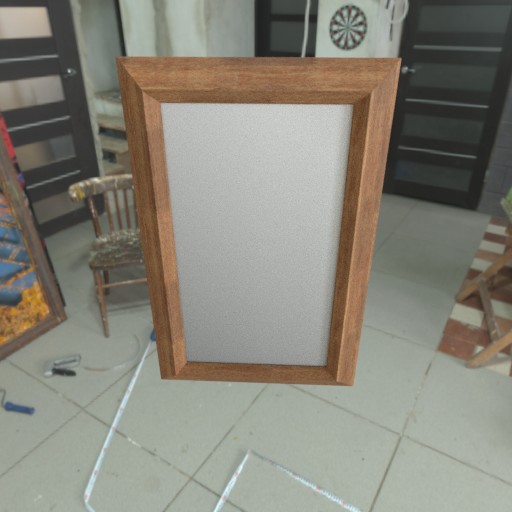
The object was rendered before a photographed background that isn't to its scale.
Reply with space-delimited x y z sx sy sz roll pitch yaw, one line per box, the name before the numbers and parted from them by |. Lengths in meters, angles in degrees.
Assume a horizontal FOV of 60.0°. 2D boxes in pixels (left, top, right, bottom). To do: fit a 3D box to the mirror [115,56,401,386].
mirror | 0.000 0.000 1.234 0.651 1.010 0.047 1 29 2
